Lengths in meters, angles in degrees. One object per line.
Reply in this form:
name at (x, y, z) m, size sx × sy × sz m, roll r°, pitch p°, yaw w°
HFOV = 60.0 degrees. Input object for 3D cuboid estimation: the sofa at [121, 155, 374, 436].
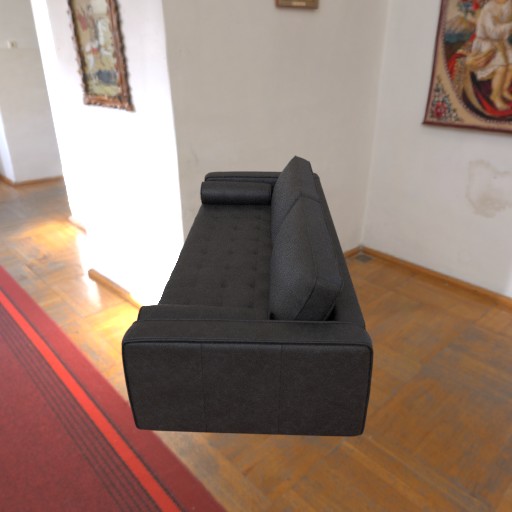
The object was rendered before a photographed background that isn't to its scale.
sofa at (0.000, 0.000, 2.578) m, size 0.914 × 0.762 × 2.210 m, roll 1°, pitch 26°, yaw 2°
